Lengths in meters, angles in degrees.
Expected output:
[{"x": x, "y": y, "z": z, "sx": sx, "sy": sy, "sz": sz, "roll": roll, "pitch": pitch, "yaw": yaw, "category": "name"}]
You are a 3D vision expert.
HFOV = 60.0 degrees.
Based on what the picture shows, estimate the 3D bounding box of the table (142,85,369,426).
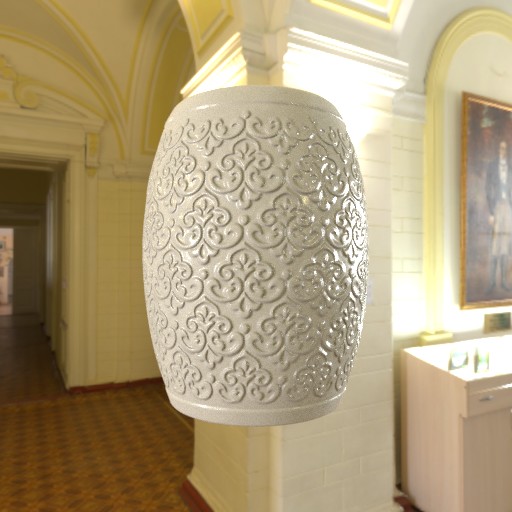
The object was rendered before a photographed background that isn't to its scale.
[{"x": 0.000, "y": 0.000, "z": 0.624, "sx": 0.309, "sy": 0.397, "sz": 0.309, "roll": 0, "pitch": -1, "yaw": 0, "category": "table"}]
